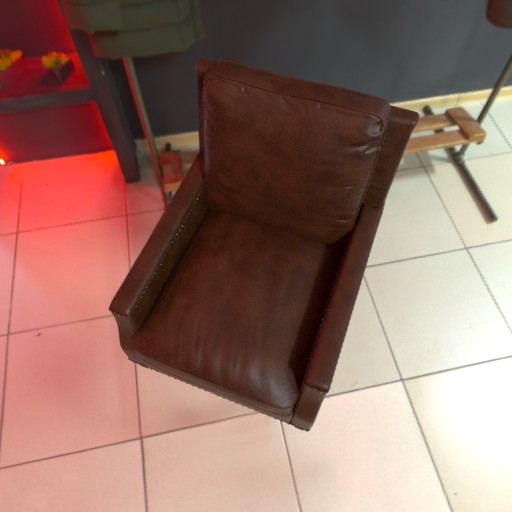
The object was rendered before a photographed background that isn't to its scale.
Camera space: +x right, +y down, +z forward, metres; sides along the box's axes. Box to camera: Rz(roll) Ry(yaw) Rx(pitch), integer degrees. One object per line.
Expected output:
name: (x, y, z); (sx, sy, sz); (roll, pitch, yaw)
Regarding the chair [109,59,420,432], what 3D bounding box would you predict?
chair: (0.000, 0.000, 1.783); (0.854, 1.054, 1.035); (18, 61, 10)
